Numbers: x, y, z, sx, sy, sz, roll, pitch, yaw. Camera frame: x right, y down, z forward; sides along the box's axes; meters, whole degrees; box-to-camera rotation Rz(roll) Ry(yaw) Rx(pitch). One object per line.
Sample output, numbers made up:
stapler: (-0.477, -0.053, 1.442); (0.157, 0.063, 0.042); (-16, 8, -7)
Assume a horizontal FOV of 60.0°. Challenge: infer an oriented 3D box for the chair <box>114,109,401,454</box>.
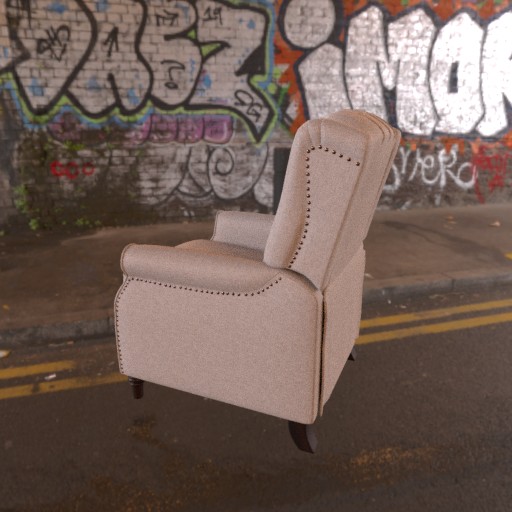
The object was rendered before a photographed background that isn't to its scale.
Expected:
chair: (0.000, 0.000, 1.655); (0.902, 1.035, 0.742); (7, 18, 23)
